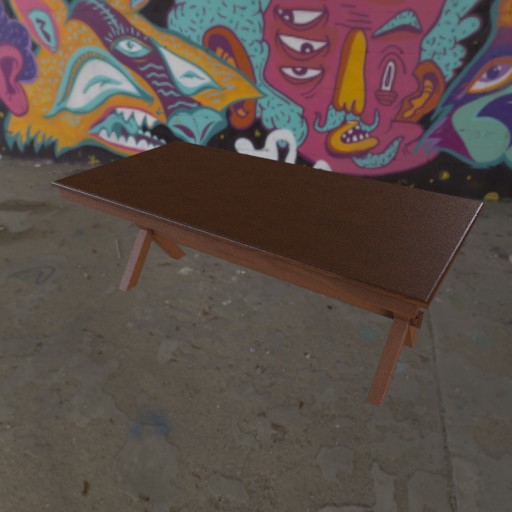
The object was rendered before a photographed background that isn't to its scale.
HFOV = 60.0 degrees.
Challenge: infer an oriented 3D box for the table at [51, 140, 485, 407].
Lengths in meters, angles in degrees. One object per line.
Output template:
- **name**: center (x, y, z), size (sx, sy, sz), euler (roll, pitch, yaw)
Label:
- **table**: center (0.000, 0.000, 1.469), size (1.197, 0.459, 0.594), euler (18, 35, 29)
